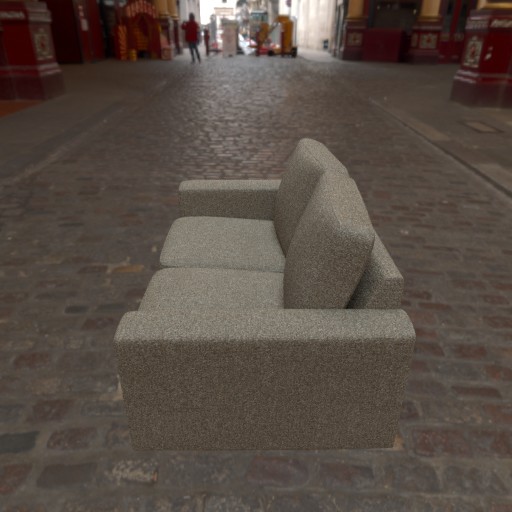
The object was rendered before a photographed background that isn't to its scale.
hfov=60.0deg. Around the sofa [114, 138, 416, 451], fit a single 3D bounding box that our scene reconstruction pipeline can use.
[{"bbox_3d":[0.000,0.000,2.177,1.016,0.873,1.616,0,28,-1],"label":"sofa"}]
